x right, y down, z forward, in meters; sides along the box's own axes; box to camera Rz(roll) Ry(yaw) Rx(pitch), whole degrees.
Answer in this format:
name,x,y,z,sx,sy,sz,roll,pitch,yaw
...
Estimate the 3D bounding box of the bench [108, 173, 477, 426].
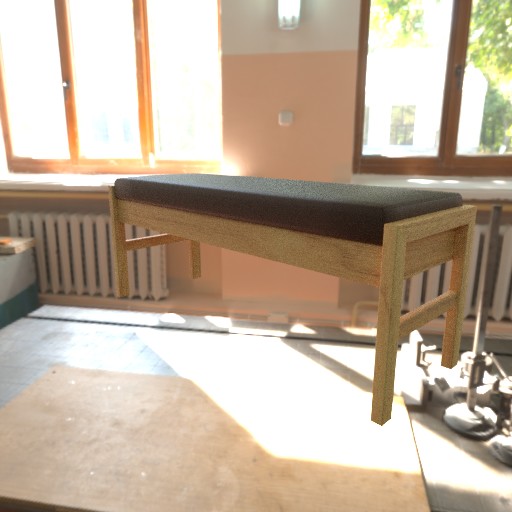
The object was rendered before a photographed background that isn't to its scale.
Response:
name,x,y,z,sx,sy,sz,roll,pitch,yaw
bench,0.000,0.000,1.459,0.405,0.480,1.200,-13,19,-43
